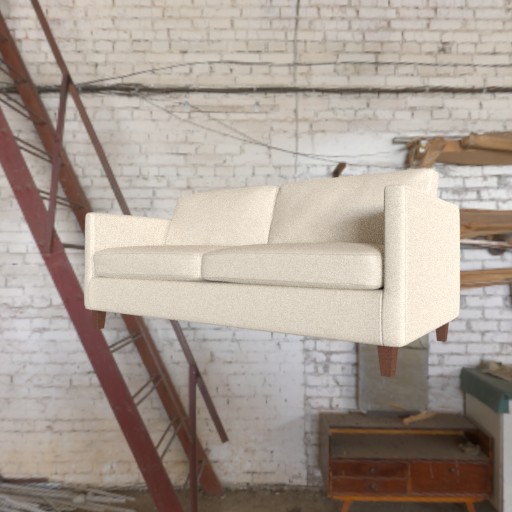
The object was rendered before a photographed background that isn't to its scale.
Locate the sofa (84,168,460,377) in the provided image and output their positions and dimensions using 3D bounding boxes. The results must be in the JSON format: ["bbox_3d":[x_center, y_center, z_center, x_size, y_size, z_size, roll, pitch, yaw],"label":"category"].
[{"bbox_3d":[0.000,0.000,2.517,1.981,0.889,0.965,0,0,36],"label":"sofa"}]
